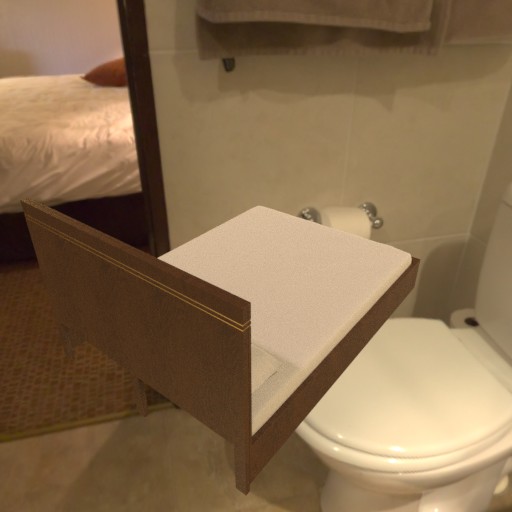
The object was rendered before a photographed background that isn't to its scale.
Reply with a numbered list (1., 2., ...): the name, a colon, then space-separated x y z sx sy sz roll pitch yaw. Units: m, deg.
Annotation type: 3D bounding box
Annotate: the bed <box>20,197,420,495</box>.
1. bed: 0.000 0.000 3.101 1.613 1.169 2.221 22 37 32
